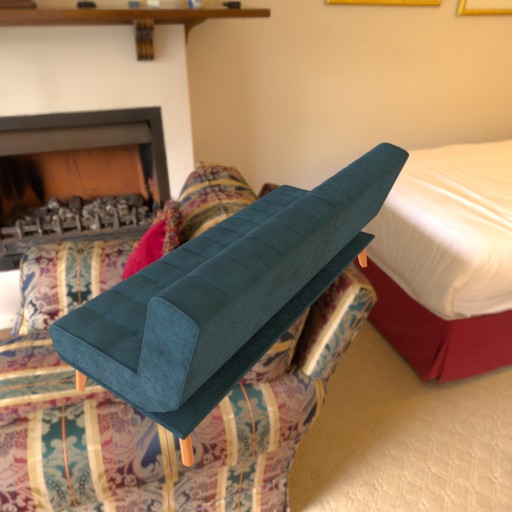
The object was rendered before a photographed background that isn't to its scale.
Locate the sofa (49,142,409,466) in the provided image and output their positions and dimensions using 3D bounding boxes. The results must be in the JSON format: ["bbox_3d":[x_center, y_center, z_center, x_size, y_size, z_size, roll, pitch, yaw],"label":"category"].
[{"bbox_3d":[0.000,0.000,2.239,0.855,0.813,1.804,19,36,29],"label":"sofa"}]
